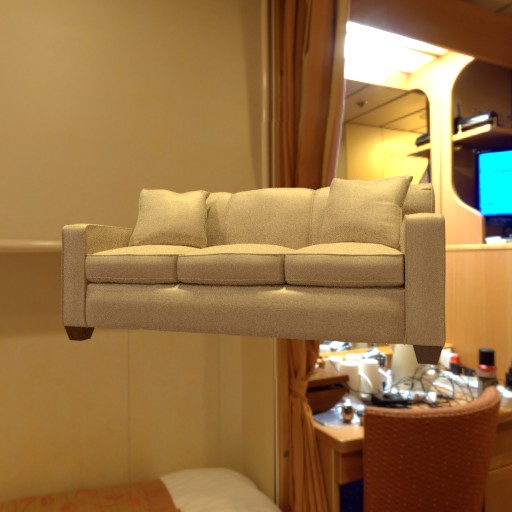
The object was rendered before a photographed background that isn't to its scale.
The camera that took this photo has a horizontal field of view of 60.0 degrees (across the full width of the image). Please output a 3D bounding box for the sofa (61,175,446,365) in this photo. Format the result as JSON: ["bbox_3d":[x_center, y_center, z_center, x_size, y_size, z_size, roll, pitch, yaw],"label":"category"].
[{"bbox_3d":[0.000,0.000,2.620,2.024,0.958,0.997,0,-1,18],"label":"sofa"}]
